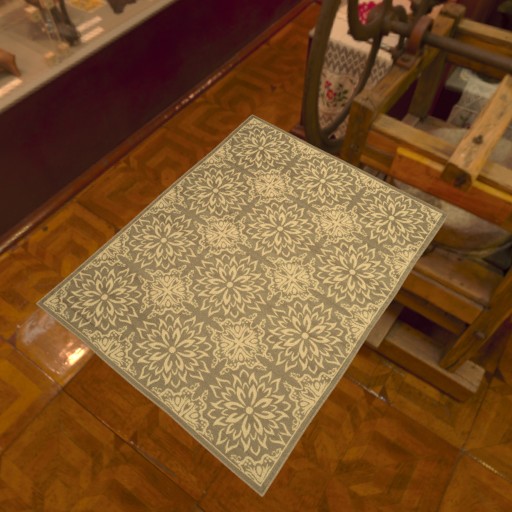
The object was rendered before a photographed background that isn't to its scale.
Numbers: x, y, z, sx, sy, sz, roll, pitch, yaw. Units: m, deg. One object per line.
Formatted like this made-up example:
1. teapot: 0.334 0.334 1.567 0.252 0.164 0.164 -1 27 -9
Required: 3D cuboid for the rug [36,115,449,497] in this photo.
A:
1. rug: 0.000 0.000 3.961 2.363 0.012 2.980 32 63 19
